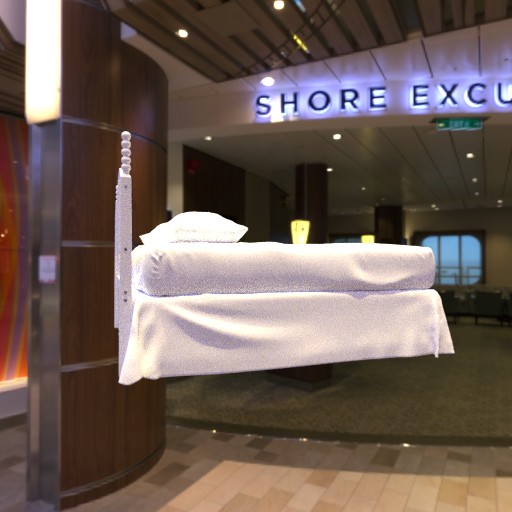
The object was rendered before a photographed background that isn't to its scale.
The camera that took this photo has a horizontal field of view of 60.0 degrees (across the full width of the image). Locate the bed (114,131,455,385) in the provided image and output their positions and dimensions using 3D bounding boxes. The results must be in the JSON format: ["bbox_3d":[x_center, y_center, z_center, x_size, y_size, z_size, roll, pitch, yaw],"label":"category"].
[{"bbox_3d":[0.000,0.000,3.672,2.219,1.355,2.322,0,-1,-18],"label":"bed"}]
